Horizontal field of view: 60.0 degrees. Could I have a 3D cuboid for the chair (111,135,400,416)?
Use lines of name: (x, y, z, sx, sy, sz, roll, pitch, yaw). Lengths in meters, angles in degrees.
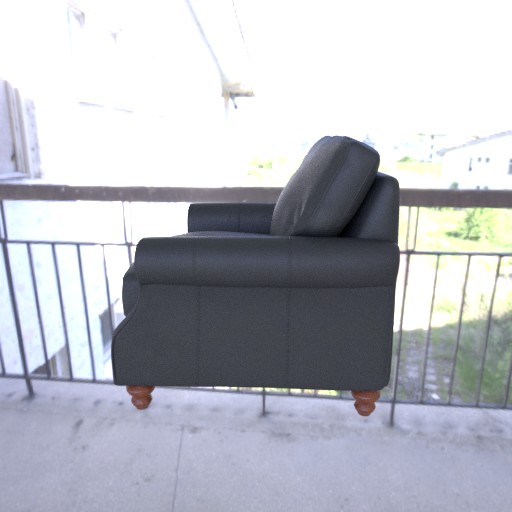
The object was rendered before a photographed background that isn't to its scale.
chair: (0.000, 0.000, 1.821, 1.027, 0.960, 1.015, 2, 15, 8)
